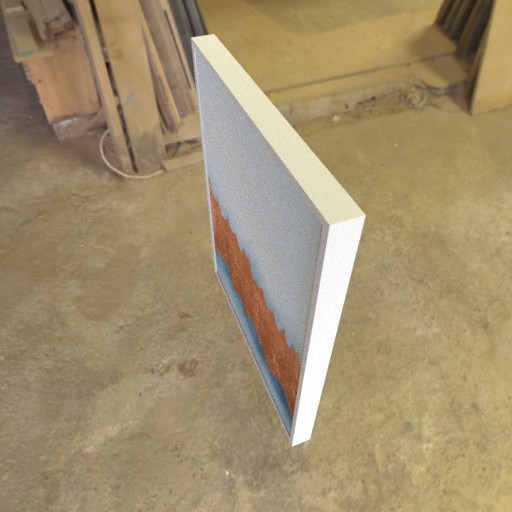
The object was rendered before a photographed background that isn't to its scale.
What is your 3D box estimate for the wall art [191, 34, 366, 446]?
[{"bbox_3d":[0.000,0.000,0.749,0.039,0.553,0.451,-16,50,-14],"label":"wall art"}]
